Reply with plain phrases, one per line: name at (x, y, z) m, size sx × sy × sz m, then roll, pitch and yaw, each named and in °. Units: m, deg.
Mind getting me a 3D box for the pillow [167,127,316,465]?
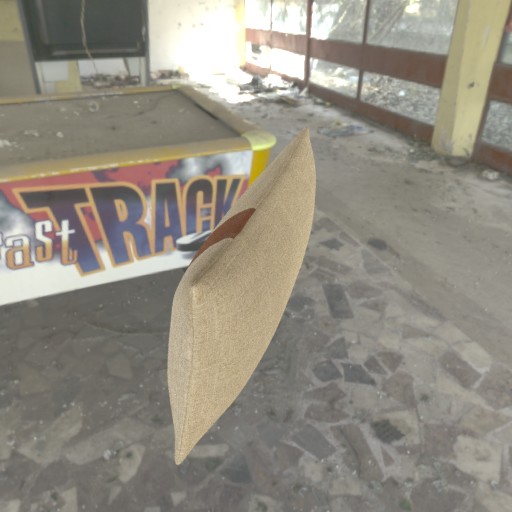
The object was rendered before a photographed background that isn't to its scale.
pillow at (0.000, 0.000, 0.734) m, size 0.155 × 0.282 × 0.612 m, roll 8°, pitch 31°, yaw 13°
